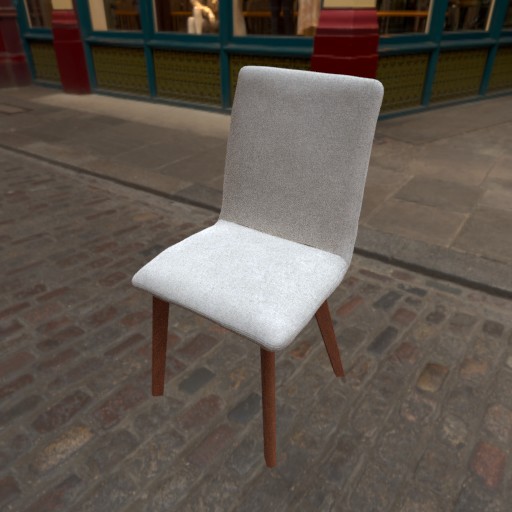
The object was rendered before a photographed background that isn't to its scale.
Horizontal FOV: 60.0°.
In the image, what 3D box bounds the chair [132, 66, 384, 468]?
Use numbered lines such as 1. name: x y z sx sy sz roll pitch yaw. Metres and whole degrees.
1. chair: 0.000 0.000 1.316 0.522 0.974 0.563 19 35 29
